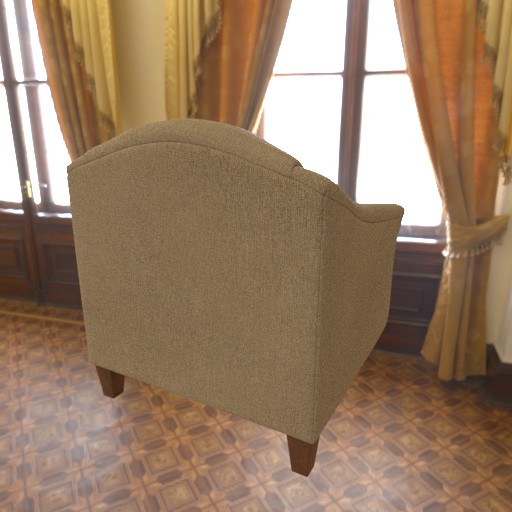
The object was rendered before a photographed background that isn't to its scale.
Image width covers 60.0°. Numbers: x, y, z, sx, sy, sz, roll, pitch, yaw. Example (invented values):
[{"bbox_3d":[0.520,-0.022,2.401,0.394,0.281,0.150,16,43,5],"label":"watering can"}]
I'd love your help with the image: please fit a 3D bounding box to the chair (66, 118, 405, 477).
[{"bbox_3d":[0.000,0.000,1.422,0.763,0.839,0.787,9,19,28],"label":"chair"}]
